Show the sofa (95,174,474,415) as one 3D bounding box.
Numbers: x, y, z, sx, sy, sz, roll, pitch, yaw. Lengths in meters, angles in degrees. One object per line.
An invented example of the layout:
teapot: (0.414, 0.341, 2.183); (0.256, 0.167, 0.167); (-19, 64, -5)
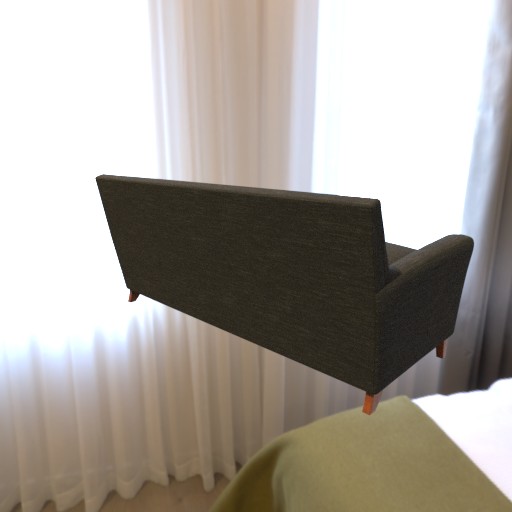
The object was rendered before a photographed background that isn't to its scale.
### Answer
sofa: (0.000, 0.000, 2.442); (1.976, 0.846, 0.875); (13, 19, 43)
